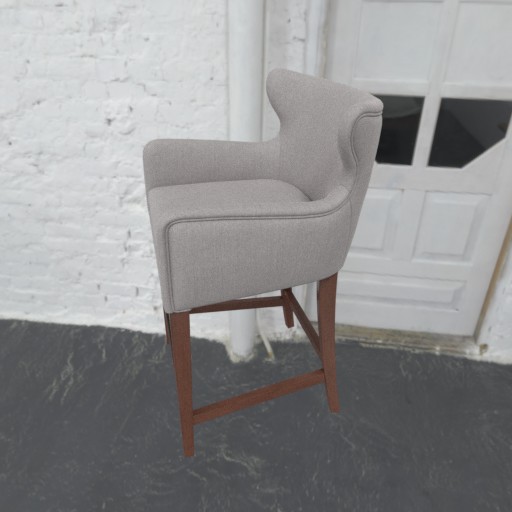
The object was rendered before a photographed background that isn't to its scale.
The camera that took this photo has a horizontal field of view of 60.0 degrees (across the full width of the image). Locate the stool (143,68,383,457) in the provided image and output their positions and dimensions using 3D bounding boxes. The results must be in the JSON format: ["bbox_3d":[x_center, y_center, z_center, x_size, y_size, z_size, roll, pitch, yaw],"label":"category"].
[{"bbox_3d":[0.000,0.000,1.304,0.575,0.951,0.575,-8,31,-13],"label":"stool"}]
